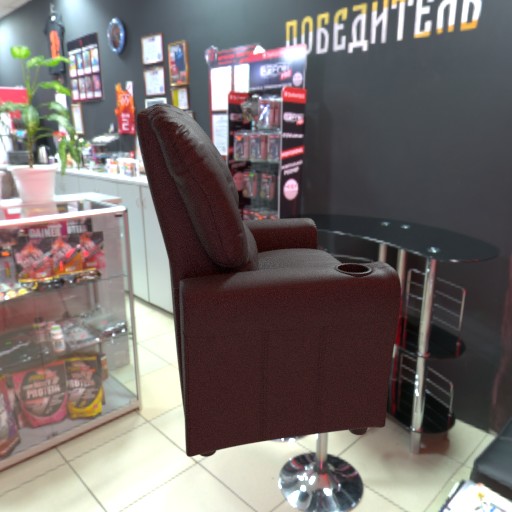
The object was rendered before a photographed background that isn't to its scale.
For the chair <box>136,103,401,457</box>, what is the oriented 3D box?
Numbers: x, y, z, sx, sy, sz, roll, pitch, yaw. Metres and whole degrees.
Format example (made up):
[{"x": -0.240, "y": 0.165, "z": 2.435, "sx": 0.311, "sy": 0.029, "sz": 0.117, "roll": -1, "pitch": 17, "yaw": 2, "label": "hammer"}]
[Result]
[{"x": 0.000, "y": 0.000, "z": 1.099, "sx": 0.521, "sy": 0.709, "sz": 0.610, "roll": -3, "pitch": 16, "yaw": -11, "label": "chair"}]
